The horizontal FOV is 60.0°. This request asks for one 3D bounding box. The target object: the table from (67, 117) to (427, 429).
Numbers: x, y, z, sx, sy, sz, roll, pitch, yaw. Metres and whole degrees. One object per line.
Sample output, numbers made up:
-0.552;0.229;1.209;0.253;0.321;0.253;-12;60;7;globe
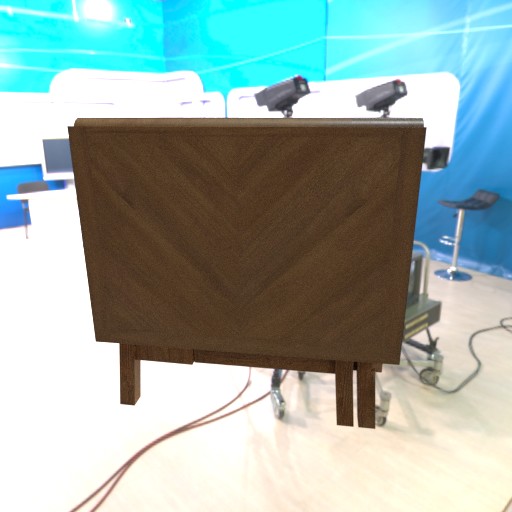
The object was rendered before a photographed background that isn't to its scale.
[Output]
0.000;0.000;1.645;0.967;0.981;0.701;3;18;8;table
